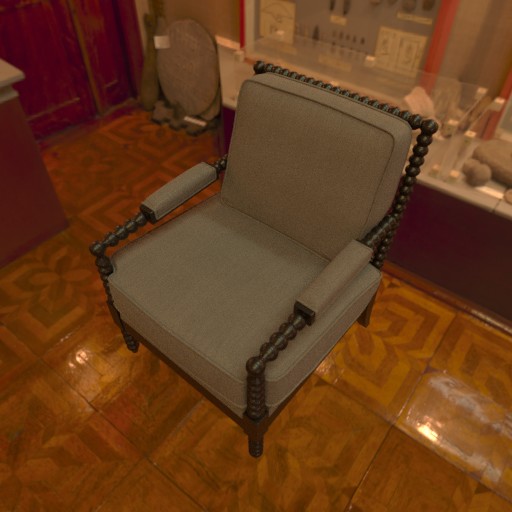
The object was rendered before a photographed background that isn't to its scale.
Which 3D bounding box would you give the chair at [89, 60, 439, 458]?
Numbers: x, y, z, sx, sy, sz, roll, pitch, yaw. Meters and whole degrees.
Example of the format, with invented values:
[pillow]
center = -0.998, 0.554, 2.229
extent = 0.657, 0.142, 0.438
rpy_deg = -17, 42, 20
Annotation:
[chair]
center = 0.000, 0.000, 1.101
extent = 0.540, 0.661, 0.622
rpy_deg = 31, 54, 26
